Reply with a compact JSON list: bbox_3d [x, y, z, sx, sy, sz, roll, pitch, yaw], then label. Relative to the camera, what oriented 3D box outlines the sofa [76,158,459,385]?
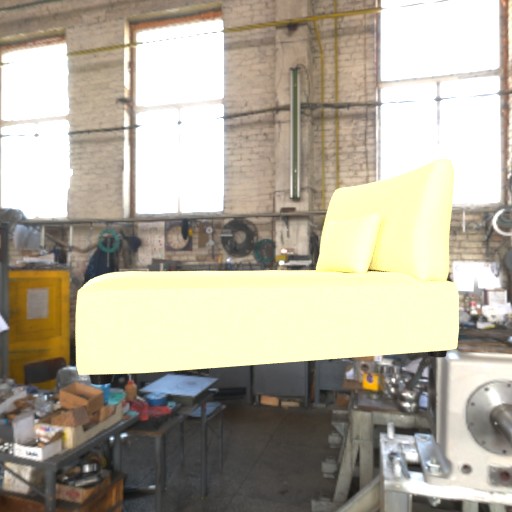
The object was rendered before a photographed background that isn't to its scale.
[{"bbox_3d":[0.000,0.000,2.013,1.450,0.820,0.930,0,-1,-18],"label":"sofa"}]
